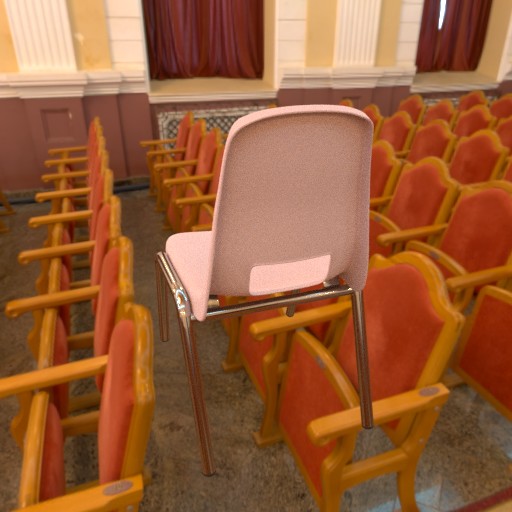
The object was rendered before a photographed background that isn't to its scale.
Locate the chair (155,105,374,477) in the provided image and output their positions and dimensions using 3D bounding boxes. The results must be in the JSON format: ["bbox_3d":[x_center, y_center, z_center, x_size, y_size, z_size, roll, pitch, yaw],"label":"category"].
[{"bbox_3d":[0.000,0.000,0.838,0.354,0.586,0.423,-9,27,-17],"label":"chair"}]
